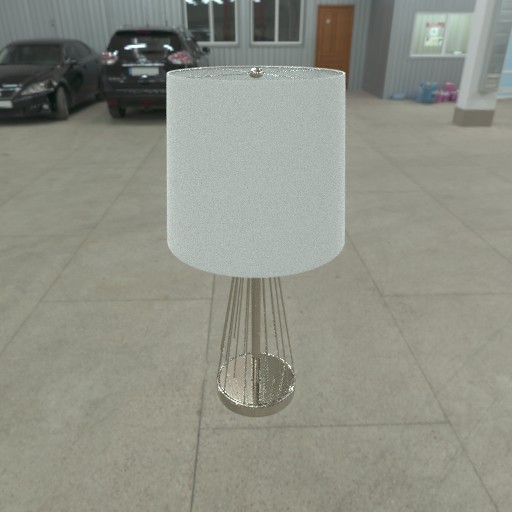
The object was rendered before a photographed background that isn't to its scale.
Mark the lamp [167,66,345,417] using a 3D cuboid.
[{"bbox_3d":[0.000,0.000,0.788,0.303,0.618,0.303,0,27,0],"label":"lamp"}]
